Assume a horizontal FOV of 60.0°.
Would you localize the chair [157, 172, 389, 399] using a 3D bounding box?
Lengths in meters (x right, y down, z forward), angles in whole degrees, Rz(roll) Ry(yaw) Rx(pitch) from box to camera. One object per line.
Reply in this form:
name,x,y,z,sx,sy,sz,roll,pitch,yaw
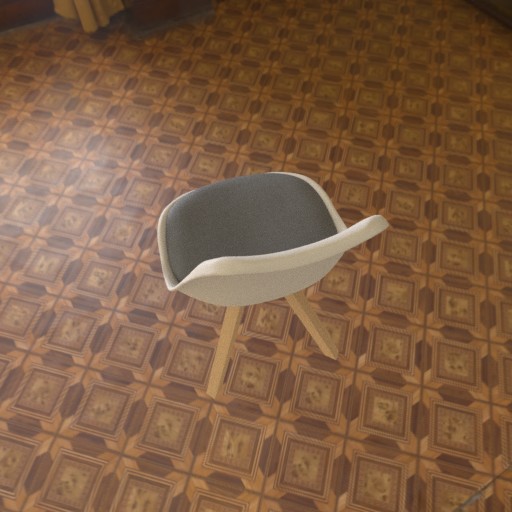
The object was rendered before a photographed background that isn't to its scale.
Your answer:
chair,0.000,0.000,1.178,0.485,0.850,0.550,-15,60,-9
